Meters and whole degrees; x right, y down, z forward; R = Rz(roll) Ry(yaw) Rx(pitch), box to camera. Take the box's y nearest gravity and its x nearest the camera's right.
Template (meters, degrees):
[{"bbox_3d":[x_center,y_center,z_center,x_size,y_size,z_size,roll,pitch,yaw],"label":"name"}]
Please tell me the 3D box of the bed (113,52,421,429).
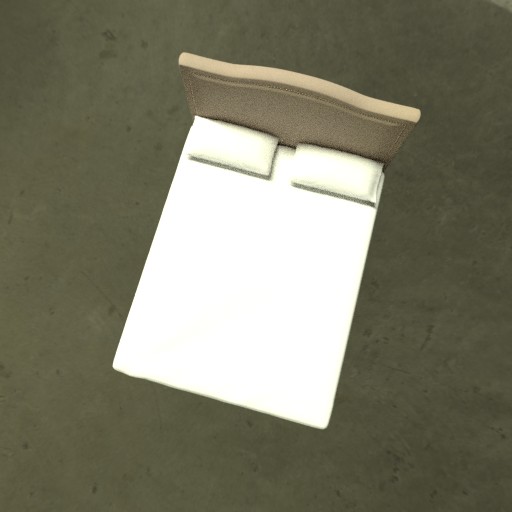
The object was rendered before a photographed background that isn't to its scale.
[{"bbox_3d":[0.000,0.000,3.425,1.821,1.436,2.282,15,78,3],"label":"bed"}]
